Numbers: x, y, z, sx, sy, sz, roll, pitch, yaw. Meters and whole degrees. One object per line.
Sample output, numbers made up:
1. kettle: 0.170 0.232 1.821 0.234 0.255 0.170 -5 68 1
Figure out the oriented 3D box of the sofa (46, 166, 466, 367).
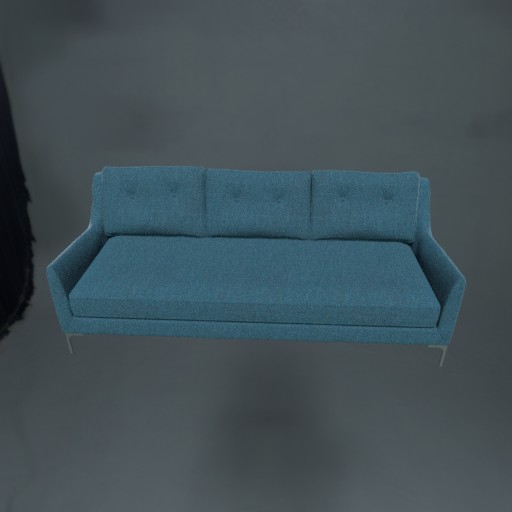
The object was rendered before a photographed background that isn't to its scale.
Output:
1. sofa: 0.000 0.000 2.539 2.060 0.837 0.849 1 30 2
